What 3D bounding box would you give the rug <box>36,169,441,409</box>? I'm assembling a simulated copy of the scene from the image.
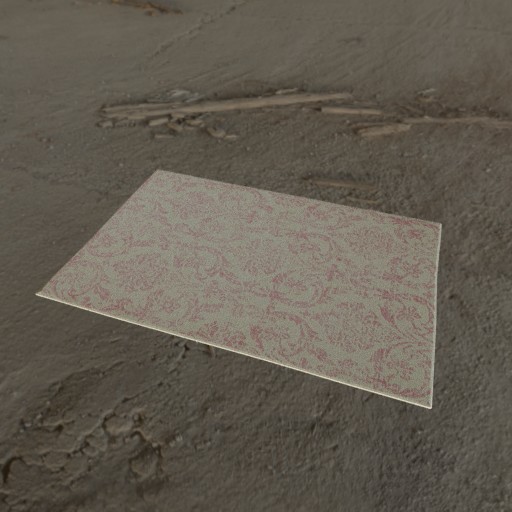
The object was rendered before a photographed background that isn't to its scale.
[{"bbox_3d":[0.000,0.000,3.502,2.746,0.018,1.819,13,44,14],"label":"rug"}]
